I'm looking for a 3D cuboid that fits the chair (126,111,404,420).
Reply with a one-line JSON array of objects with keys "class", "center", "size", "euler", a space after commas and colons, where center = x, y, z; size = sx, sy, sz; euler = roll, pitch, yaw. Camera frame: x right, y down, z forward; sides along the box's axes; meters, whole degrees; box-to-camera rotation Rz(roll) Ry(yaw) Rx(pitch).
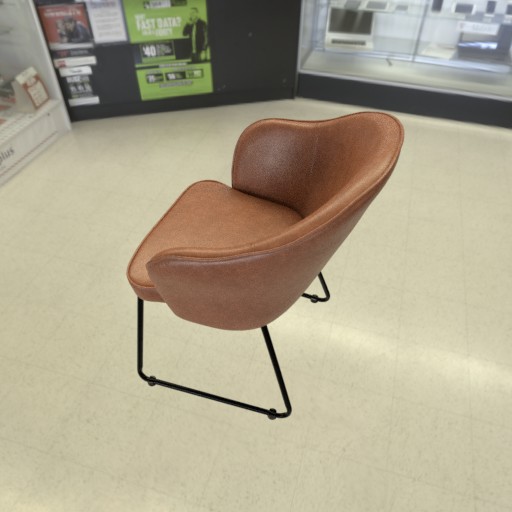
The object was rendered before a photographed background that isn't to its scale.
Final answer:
[{"class": "chair", "center": [0.000, 0.000, 1.163], "size": [0.580, 0.785, 0.582], "euler": [14, 46, 14]}]
